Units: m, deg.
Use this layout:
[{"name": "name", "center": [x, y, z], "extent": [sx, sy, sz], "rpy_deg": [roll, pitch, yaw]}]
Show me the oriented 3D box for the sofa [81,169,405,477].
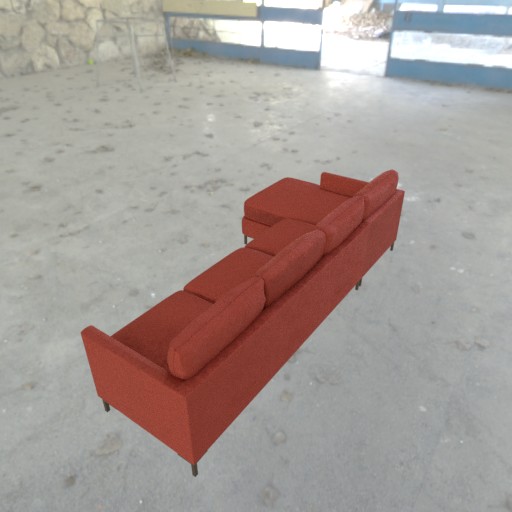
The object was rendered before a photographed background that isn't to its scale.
[{"name": "sofa", "center": [0.000, 0.000, 4.001], "extent": [1.500, 0.967, 3.400], "rpy_deg": [21, 37, 30]}]
